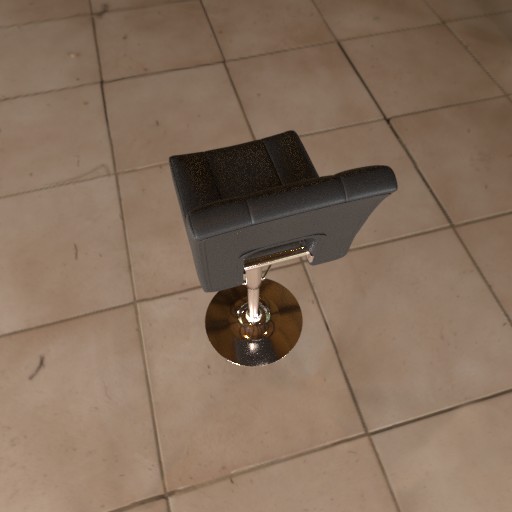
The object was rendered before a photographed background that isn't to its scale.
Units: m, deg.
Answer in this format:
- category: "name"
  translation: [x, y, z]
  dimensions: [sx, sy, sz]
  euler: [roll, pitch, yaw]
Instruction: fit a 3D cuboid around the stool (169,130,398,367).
- category: "stool"
  translation: [0.000, 0.000, 1.378]
  dimensions: [0.415, 1.151, 0.520]
  euler: [-14, 60, -9]
